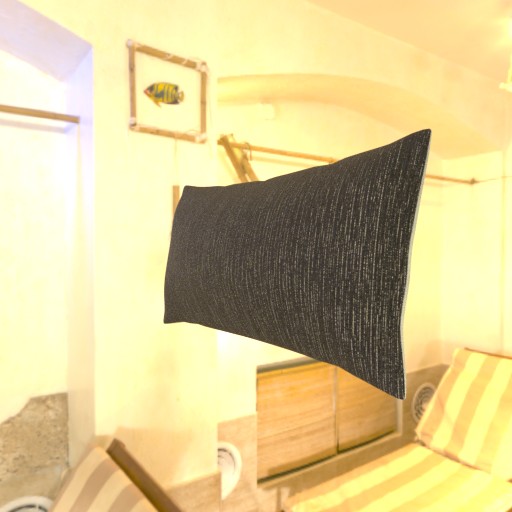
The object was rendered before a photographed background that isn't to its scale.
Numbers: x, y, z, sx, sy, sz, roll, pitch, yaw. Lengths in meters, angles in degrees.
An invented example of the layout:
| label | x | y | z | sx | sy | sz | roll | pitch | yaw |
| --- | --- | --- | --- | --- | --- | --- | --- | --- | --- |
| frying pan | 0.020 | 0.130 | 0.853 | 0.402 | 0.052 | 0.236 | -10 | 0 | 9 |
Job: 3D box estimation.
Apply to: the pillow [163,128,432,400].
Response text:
| label | x | y | z | sx | sy | sz | roll | pitch | yaw |
| --- | --- | --- | --- | --- | --- | --- | --- | --- | --- |
| pillow | 0.000 | 0.000 | 0.739 | 0.156 | 0.305 | 0.608 | -1 | 1 | -37 |
